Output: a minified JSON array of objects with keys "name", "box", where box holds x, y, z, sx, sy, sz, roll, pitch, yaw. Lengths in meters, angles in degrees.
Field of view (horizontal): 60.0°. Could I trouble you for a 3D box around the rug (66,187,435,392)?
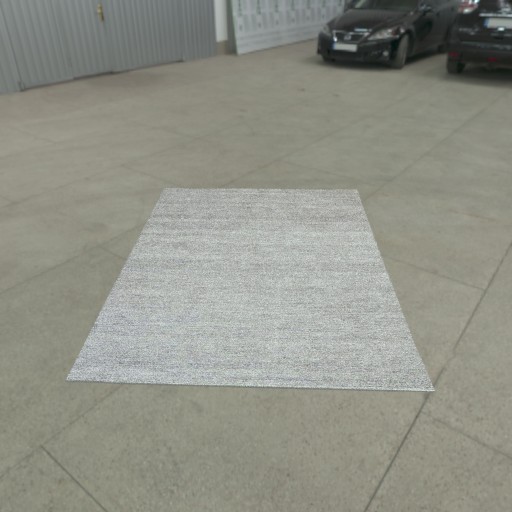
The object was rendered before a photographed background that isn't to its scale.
[{"name":"rug","box":[0.000,0.000,4.245,2.434,0.045,3.202,1,32,2]}]
